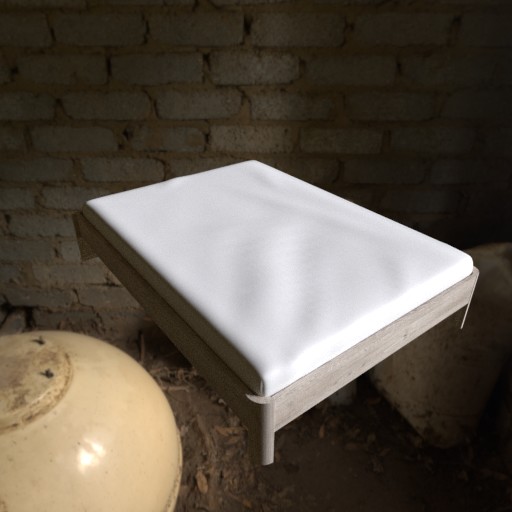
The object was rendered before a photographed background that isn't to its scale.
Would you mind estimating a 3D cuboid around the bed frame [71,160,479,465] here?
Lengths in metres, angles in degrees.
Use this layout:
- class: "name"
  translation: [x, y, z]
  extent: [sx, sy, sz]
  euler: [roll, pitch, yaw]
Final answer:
- class: "bed frame"
  translation: [0.000, 0.000, 2.610]
  extent: [1.490, 0.462, 1.950]
  euler: [-21, 37, -31]
